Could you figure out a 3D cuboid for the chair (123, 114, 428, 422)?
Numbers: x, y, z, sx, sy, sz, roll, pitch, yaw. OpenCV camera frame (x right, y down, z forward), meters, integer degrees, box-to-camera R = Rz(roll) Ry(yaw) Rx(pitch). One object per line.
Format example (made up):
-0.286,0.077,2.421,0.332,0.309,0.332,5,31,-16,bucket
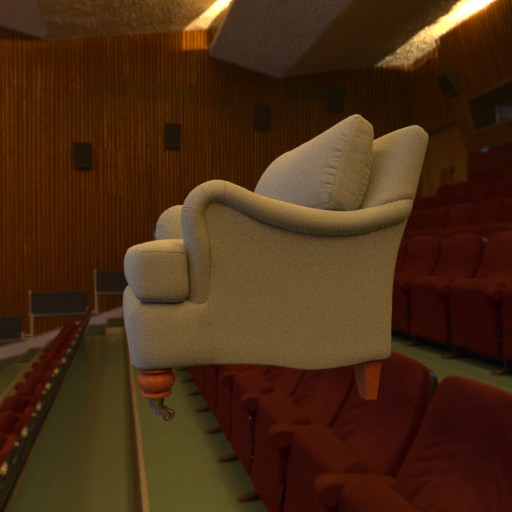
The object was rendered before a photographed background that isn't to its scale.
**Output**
0.000,0.000,1.880,1.070,1.038,0.955,0,1,-18,chair
